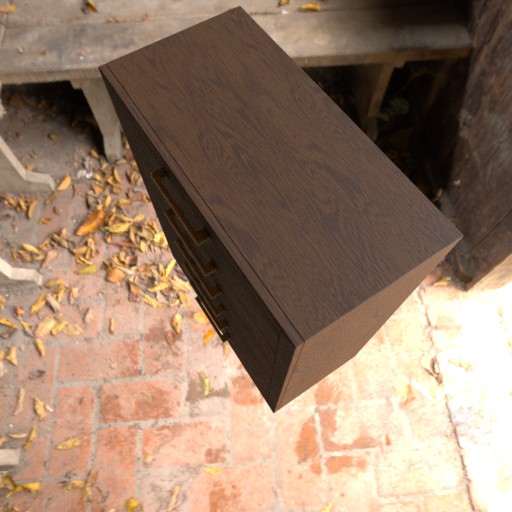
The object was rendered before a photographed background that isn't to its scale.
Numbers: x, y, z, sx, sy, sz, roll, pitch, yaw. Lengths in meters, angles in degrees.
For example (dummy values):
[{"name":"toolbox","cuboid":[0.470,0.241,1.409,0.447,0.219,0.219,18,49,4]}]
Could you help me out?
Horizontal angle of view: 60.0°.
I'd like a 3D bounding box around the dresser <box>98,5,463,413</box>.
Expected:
[{"name":"dresser","cuboid":[0.000,0.000,1.732,0.516,1.320,0.964,-31,68,-14]}]
